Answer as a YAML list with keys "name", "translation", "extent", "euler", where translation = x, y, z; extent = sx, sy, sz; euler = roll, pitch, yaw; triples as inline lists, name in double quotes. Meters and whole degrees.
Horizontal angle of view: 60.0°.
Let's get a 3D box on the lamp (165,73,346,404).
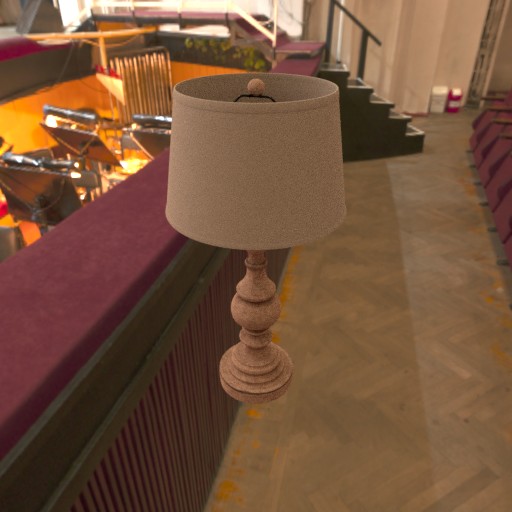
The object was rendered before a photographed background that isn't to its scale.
- name: "lamp"
  translation: [0.000, 0.000, 0.902]
  extent: [0.340, 0.678, 0.340]
  euler: [0, 31, 0]
